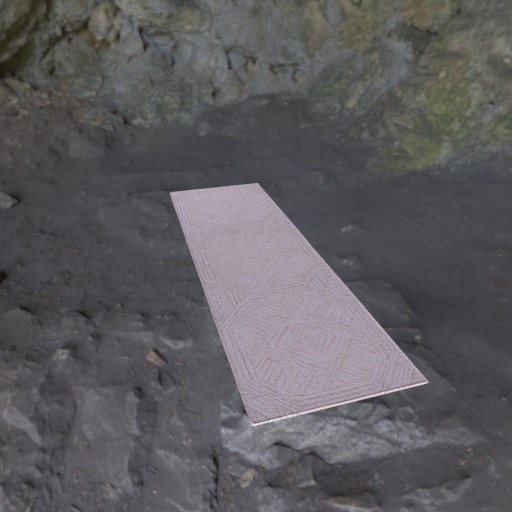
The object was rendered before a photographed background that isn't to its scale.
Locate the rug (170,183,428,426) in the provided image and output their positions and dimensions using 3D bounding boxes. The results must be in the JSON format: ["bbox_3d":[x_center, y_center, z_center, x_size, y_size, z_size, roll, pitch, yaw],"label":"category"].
[{"bbox_3d":[0.000,0.000,2.771,0.775,0.012,2.452,-8,31,-14],"label":"rug"}]
